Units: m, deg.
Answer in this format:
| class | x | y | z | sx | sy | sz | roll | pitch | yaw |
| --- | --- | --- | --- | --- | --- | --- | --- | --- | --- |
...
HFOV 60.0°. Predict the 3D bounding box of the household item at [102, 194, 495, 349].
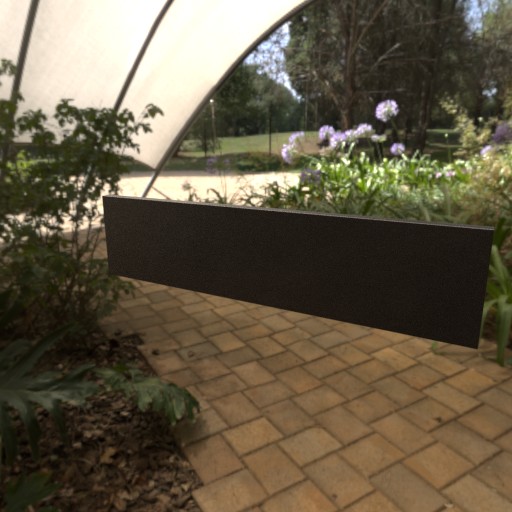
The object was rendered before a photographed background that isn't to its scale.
| class | x | y | z | sx | sy | sz | roll | pitch | yaw |
| --- | --- | --- | --- | --- | --- | --- | --- | --- | --- |
| household item | 0.000 | 0.000 | 1.078 | 1.001 | 0.236 | 0.030 | 8 | 17 | 29 |
